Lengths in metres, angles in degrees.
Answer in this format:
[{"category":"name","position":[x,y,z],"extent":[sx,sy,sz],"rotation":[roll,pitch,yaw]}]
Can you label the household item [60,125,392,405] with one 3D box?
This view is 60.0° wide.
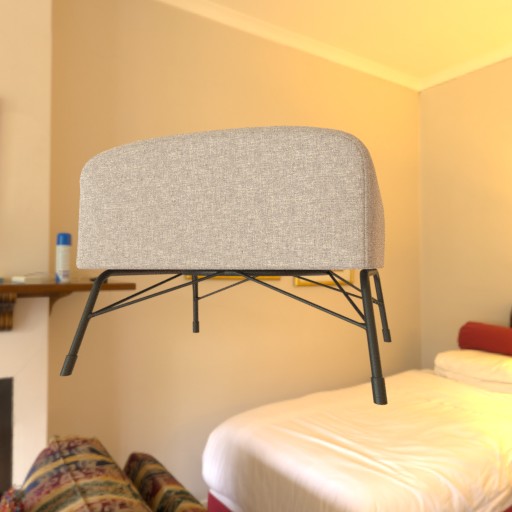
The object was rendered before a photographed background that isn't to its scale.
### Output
[{"category":"household item","position":[0.000,0.000,0.919],"extent":[0.530,0.410,0.530],"rotation":[0,-2,18]}]
